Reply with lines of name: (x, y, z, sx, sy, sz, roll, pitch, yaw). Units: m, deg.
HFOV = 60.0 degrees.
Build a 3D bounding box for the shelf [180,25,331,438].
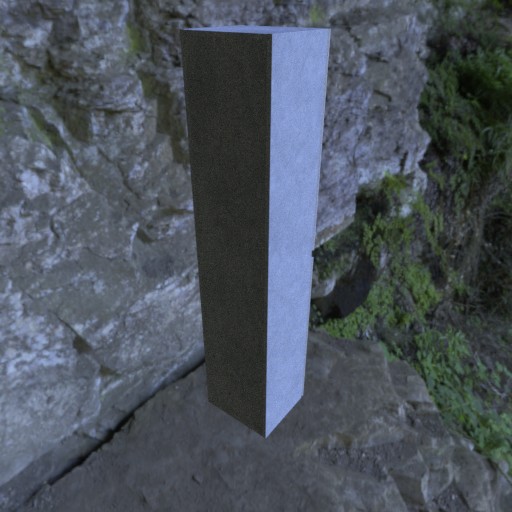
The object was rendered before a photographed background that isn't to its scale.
shelf: (0.000, 0.000, 1.533, 0.300, 1.400, 0.270, 21, 36, 32)
